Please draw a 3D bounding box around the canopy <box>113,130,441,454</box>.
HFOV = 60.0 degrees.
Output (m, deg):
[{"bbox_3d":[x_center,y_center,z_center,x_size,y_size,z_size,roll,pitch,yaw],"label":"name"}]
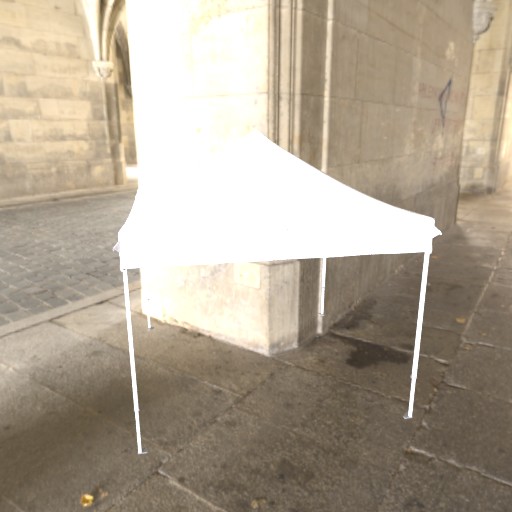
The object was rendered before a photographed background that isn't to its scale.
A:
[{"bbox_3d":[0.000,0.000,5.489,2.994,2.998,2.996,-3,16,-11],"label":"canopy"}]
